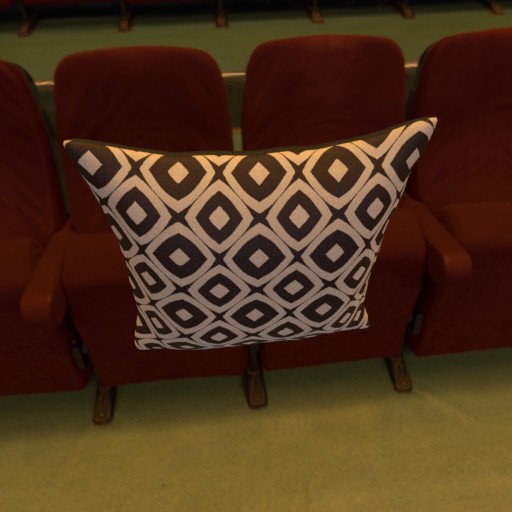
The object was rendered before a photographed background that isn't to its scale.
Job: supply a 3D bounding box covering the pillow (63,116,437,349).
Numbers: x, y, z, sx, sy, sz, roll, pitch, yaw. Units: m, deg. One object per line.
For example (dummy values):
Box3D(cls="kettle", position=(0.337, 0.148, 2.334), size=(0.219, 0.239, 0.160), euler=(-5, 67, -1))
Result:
Box3D(cls="pillow", position=(0.000, 0.000, 0.769), size=(0.504, 0.494, 0.188), euler=(-5, 46, -4))
